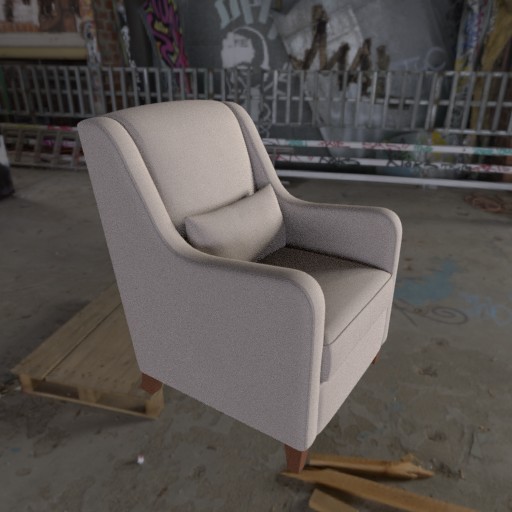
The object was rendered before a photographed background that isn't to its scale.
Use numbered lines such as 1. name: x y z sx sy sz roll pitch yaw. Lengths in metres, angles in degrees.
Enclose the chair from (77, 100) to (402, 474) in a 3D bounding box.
1. chair: 0.000 0.000 1.588 0.863 1.010 0.715 16 29 31
